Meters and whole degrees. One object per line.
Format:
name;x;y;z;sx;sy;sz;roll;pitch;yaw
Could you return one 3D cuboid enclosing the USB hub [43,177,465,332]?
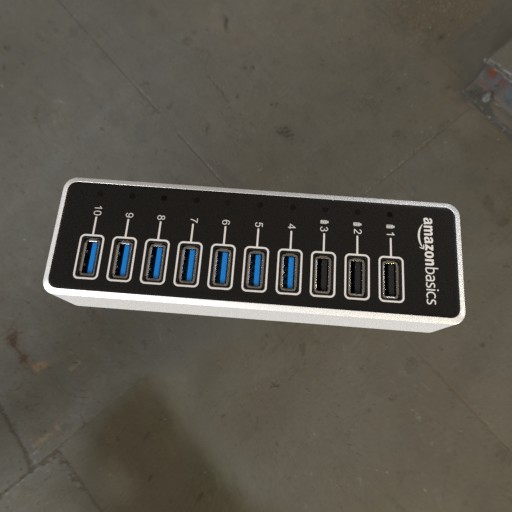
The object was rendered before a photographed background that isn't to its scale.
USB hub;0.000;0.000;0.167;0.145;0.023;0.044;4;73;1
